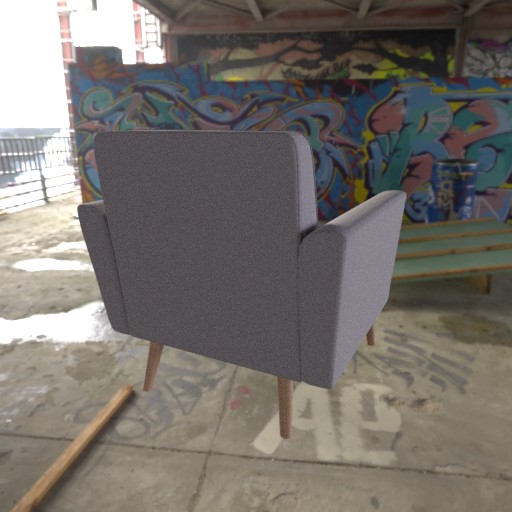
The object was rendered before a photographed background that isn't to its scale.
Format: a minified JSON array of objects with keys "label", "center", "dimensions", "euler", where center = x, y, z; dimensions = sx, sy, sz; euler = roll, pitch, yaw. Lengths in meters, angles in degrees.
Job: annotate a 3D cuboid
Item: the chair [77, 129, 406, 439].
[{"label":"chair","center":[0.000,0.000,1.415],"dimensions":[0.780,0.780,0.750],"euler":[8,18,26]}]
